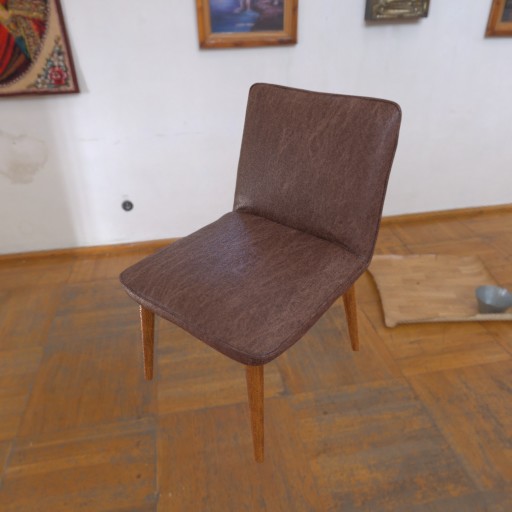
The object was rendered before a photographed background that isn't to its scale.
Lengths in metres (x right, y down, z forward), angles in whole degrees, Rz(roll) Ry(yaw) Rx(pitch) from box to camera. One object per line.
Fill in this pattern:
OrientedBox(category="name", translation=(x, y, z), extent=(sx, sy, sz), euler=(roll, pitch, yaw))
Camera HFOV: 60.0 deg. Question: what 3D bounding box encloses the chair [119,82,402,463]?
OrientedBox(category="chair", translation=(0.000, 0.000, 1.231), extent=(0.543, 0.803, 0.645), euler=(19, 35, 29))
